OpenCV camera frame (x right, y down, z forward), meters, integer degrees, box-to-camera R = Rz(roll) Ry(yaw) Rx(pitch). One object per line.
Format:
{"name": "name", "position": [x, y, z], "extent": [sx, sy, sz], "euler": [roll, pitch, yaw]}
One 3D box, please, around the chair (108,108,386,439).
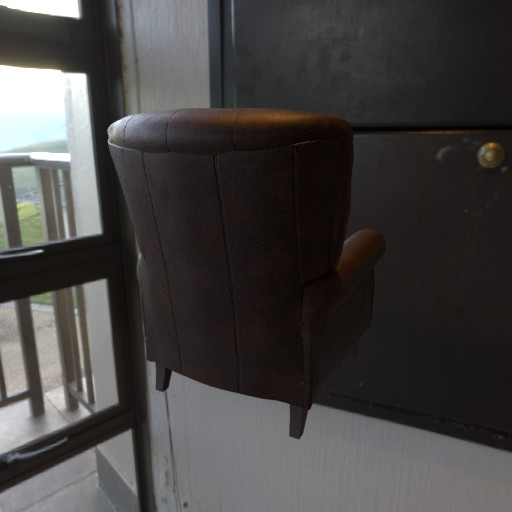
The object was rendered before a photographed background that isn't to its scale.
{"name": "chair", "position": [0.000, 0.000, 1.884], "extent": [0.948, 1.158, 1.058], "euler": [8, 17, 28]}
